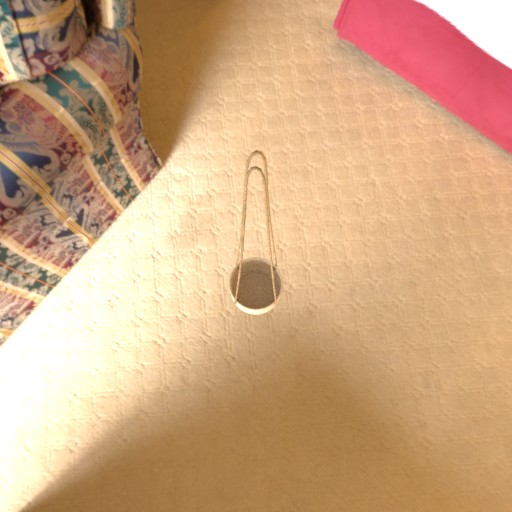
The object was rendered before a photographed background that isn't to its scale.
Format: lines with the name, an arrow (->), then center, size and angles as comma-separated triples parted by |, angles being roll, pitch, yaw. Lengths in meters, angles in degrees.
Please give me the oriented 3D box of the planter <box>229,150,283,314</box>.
planter -> 0.000, 0.000, 0.909 | 0.146, 0.841, 0.146 | 2, 75, 0
